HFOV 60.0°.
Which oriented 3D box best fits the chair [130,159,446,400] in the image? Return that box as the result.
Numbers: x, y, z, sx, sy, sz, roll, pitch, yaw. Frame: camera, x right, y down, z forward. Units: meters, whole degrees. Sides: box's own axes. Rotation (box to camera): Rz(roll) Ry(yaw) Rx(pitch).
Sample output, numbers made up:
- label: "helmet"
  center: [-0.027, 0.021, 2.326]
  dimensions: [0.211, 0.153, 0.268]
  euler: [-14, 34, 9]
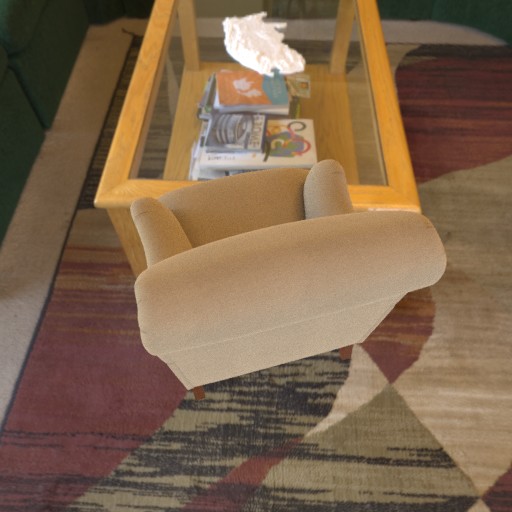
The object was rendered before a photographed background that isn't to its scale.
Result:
- label: "chair"
  center: [0.000, 0.000, 1.545]
  dimensions: [0.766, 0.942, 0.842]
  euler: [-13, 58, -8]
